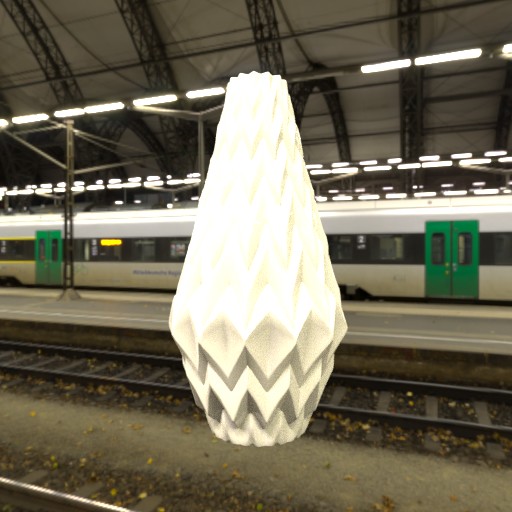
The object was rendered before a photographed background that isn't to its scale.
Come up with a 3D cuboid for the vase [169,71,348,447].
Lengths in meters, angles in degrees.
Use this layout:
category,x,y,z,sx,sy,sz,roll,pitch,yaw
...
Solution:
category,x,y,z,sx,sy,sz,roll,pitch,yaw
vase,0.000,0.000,0.421,0.167,0.328,0.167,0,1,0
